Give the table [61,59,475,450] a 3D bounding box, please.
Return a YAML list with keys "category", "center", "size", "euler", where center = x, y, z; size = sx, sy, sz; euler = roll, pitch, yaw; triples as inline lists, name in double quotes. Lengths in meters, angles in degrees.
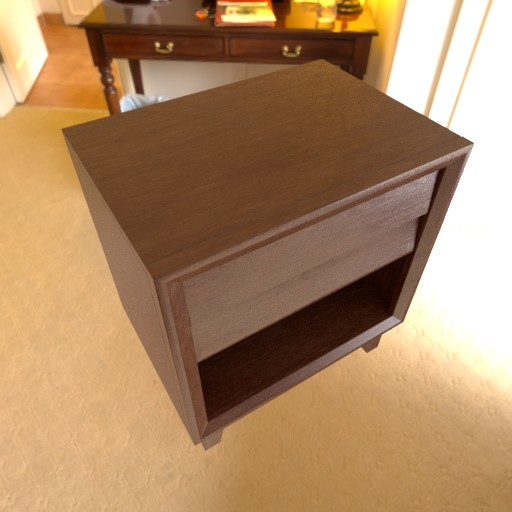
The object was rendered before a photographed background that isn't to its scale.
- category: "table"
  center: [0.000, 0.000, 0.965]
  size: [0.557, 0.609, 0.449]
  euler: [-24, 50, -22]
